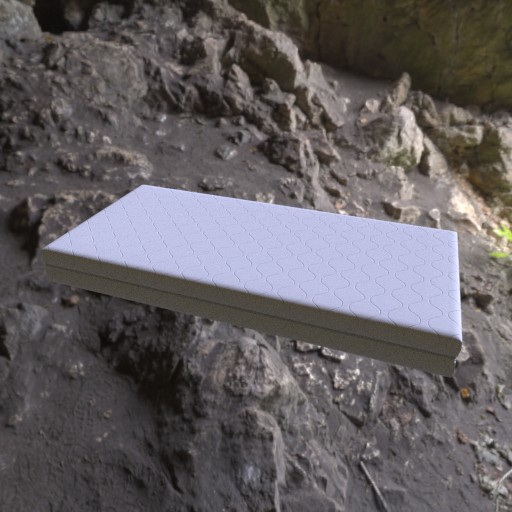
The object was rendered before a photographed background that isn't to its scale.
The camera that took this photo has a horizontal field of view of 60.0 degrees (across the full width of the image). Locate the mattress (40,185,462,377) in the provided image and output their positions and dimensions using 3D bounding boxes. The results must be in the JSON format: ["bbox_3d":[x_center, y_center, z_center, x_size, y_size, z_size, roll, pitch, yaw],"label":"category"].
[{"bbox_3d":[0.000,0.000,2.257,1.900,0.200,0.900,11,33,17],"label":"mattress"}]
